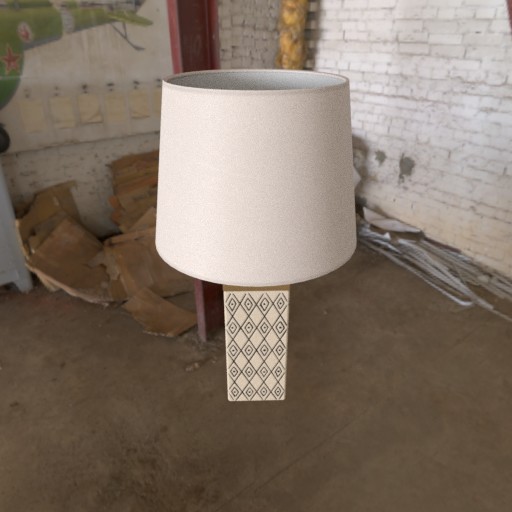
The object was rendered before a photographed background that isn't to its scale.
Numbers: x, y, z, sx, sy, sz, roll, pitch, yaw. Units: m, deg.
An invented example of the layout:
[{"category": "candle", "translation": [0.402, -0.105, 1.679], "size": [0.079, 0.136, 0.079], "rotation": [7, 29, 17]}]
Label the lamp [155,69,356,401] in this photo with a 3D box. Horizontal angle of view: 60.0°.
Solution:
[{"category": "lamp", "translation": [0.000, 0.000, 0.580], "size": [0.251, 0.435, 0.251], "rotation": [0, 28, 0]}]
